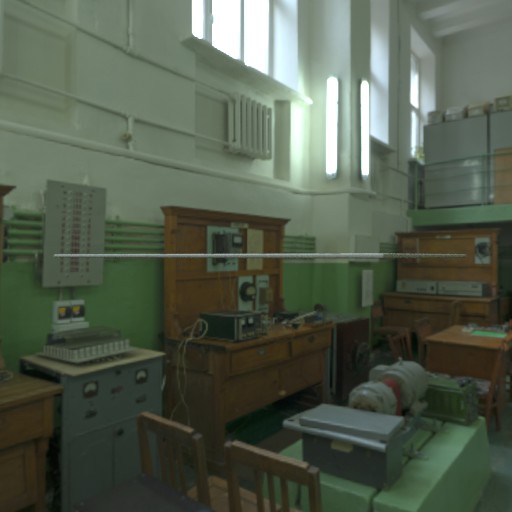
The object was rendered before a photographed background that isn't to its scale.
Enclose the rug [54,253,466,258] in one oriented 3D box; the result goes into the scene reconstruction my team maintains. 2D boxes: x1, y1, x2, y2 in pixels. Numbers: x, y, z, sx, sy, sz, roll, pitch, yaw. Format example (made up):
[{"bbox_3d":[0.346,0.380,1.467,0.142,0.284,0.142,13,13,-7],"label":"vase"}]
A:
[{"bbox_3d":[0.000,0.000,2.353,1.828,0.015,1.222,0,0,36],"label":"rug"}]
